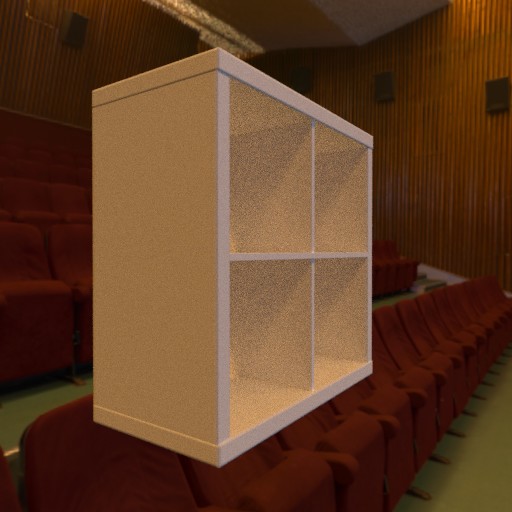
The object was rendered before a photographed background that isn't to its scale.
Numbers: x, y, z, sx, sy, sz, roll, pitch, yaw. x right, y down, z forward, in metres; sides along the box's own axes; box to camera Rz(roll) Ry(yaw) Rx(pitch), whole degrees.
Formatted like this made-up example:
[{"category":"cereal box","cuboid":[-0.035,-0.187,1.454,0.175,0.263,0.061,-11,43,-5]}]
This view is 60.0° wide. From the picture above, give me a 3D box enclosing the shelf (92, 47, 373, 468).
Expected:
[{"category":"shelf","cuboid":[0.000,0.000,1.262,0.390,0.786,0.790,0,1,35]}]
